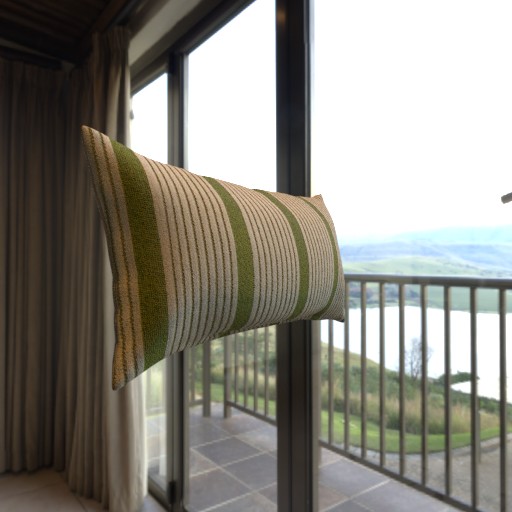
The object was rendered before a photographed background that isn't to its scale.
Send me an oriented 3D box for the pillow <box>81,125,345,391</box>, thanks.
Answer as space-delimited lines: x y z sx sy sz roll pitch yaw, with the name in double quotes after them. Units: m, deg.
0.000 0.000 0.735 0.156 0.292 0.608 0 -1 35 "pillow"
